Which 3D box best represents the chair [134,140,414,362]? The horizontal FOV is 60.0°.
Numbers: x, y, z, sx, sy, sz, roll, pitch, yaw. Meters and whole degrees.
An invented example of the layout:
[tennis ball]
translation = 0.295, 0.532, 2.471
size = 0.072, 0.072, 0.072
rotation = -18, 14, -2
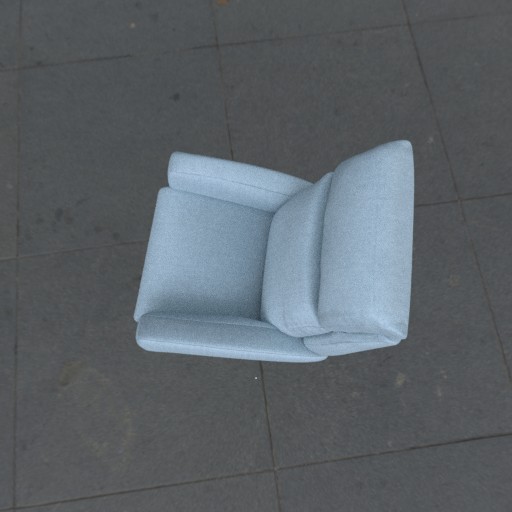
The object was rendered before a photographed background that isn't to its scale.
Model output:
[chair]
translation = 0.000, 0.000, 1.734
size = 0.940, 1.013, 0.812
rotation = 7, 75, 2
